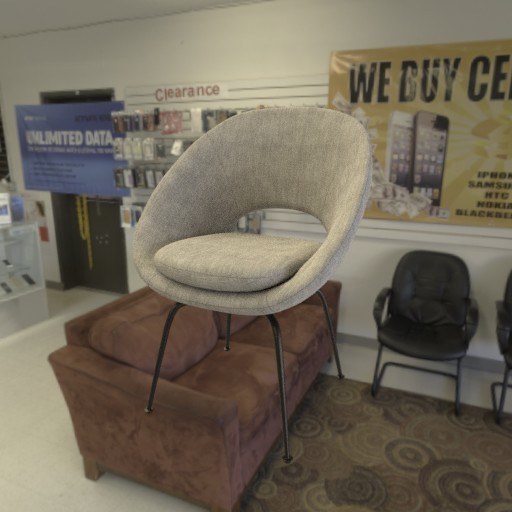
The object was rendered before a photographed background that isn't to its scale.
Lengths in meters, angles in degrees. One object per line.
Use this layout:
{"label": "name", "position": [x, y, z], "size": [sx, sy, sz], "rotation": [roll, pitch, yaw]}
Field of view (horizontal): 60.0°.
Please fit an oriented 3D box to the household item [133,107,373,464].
{"label": "household item", "position": [0.000, 0.000, 1.314], "size": [0.643, 0.869, 0.587], "rotation": [8, 17, 27]}
